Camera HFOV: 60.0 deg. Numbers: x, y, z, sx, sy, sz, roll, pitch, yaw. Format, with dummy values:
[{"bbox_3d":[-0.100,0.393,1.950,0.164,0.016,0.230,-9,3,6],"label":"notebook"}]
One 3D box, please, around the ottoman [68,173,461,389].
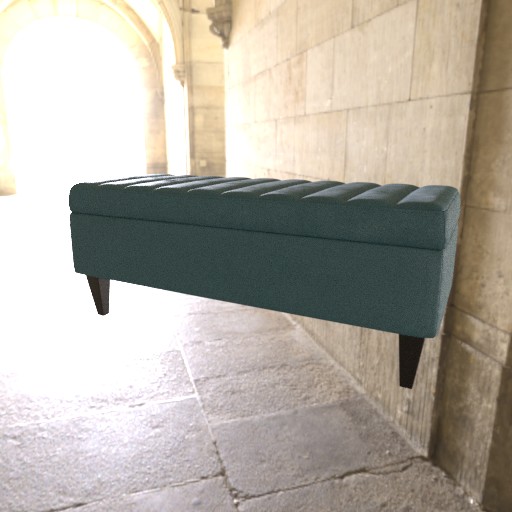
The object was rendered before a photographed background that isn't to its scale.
[{"bbox_3d":[0.000,0.000,1.426,1.151,0.469,0.482,7,16,26],"label":"ottoman"}]
